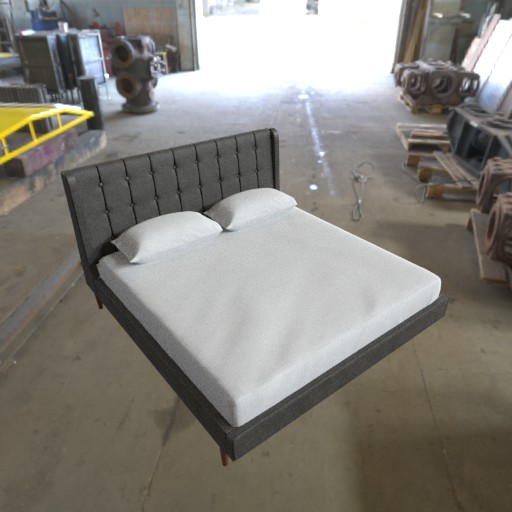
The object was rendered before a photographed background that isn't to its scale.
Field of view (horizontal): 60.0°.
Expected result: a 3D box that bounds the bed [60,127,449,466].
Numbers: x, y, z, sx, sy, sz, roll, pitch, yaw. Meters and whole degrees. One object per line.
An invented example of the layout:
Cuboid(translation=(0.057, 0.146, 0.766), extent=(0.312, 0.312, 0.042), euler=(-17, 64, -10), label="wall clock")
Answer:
Cuboid(translation=(0.000, 0.000, 3.203), extent=(1.903, 1.158, 2.031), euler=(-22, 37, -32), label="bed")
